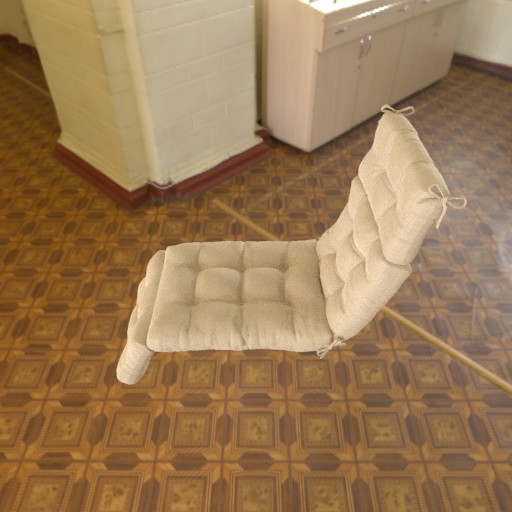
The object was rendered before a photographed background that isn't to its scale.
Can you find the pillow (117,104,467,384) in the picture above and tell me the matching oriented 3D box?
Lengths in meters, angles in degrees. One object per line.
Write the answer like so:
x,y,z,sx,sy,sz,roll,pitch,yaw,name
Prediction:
0.000,0.000,1.505,1.016,0.863,0.526,0,42,0,pillow
